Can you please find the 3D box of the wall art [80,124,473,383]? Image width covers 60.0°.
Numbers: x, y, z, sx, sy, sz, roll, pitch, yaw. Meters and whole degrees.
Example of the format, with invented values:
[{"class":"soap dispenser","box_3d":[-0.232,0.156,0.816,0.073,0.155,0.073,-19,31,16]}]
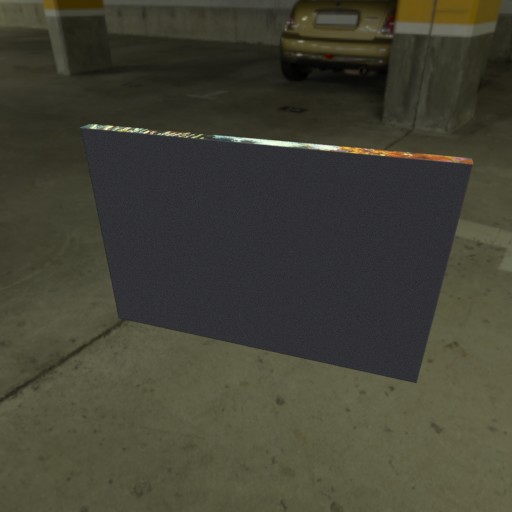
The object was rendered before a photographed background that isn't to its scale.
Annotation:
[{"class":"wall art","box_3d":[0.000,0.000,1.158,0.908,0.604,0.037,9,32,15]}]
